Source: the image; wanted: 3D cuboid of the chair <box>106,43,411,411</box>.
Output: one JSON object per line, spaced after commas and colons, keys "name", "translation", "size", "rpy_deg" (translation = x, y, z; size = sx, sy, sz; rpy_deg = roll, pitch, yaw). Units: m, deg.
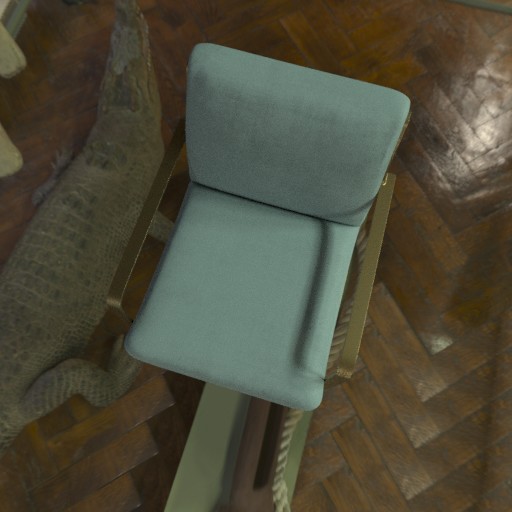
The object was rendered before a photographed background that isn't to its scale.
{"name": "chair", "translation": [0.000, 0.000, 1.434], "size": [0.701, 0.824, 0.842], "rpy_deg": [16, 76, 4]}
